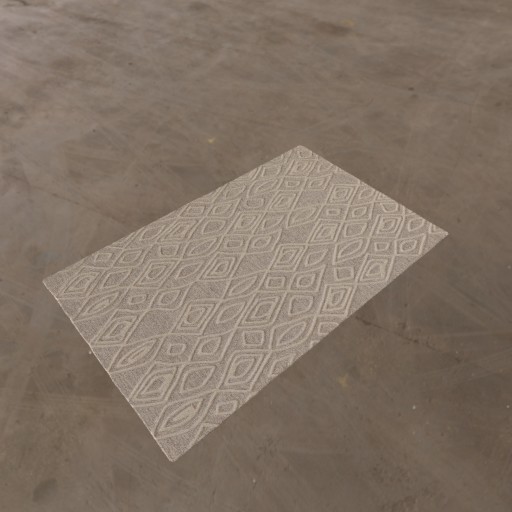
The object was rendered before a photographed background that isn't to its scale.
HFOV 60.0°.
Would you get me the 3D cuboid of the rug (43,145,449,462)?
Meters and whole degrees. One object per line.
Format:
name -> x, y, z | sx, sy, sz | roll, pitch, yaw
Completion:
rug -> 0.000, 0.000, 3.102 | 2.442, 0.010, 1.546 | -33, 55, -27
